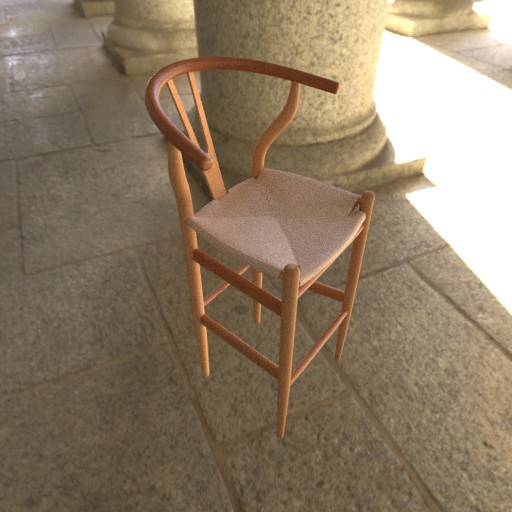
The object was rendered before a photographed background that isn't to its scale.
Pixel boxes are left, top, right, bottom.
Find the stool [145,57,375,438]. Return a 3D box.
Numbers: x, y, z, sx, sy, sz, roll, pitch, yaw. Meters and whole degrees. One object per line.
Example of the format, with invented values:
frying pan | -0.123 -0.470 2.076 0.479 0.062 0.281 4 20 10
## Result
stool | 0.000 0.000 1.393 0.561 1.068 0.574 25 46 27
